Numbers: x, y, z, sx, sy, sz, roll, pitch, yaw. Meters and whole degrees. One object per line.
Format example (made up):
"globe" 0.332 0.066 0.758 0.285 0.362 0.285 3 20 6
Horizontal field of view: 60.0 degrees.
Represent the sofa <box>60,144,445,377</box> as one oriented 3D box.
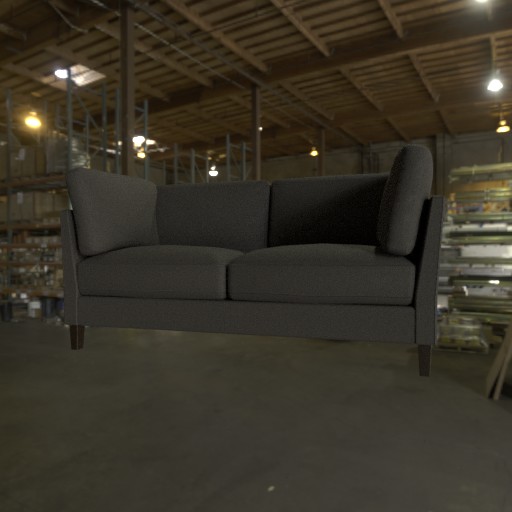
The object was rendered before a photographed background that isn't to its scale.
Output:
"sofa" 0.000 0.000 2.331 1.751 0.920 0.969 0 0 17
